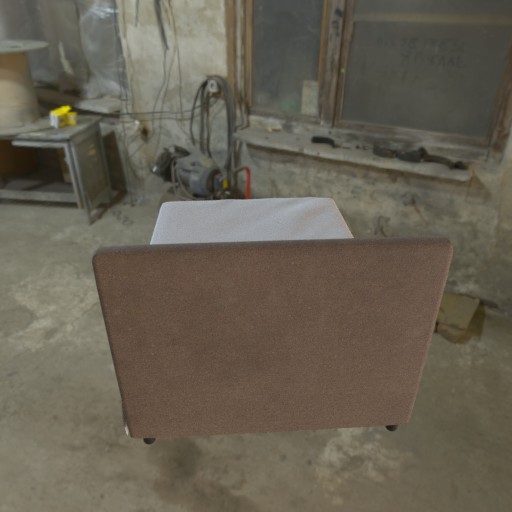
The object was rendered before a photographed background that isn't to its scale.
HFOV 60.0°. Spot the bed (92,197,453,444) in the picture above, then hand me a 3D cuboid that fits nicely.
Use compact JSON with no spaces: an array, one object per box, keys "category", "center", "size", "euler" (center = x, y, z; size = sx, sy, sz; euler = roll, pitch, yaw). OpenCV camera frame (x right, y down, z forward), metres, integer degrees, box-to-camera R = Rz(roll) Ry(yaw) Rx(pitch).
[{"category":"bed","center":[0.000,0.000,3.206],"size":[1.723,1.330,2.142],"euler":[-2,31,-3]}]
